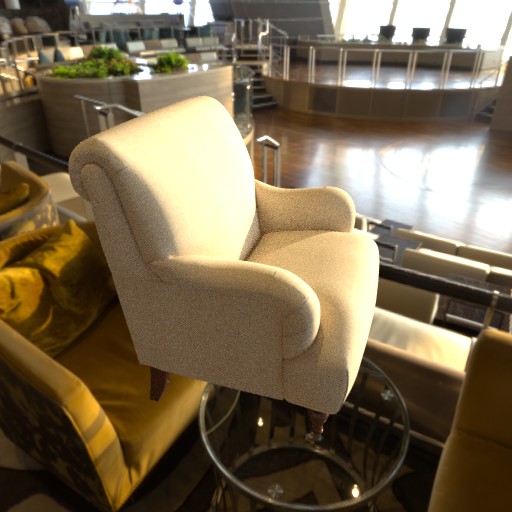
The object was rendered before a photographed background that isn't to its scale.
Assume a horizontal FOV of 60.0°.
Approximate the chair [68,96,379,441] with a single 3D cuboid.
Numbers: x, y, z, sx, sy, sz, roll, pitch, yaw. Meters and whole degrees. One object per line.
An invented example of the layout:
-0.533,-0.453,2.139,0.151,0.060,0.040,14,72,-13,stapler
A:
0.000,0.000,1.546,0.842,0.944,0.766,10,31,16,chair
